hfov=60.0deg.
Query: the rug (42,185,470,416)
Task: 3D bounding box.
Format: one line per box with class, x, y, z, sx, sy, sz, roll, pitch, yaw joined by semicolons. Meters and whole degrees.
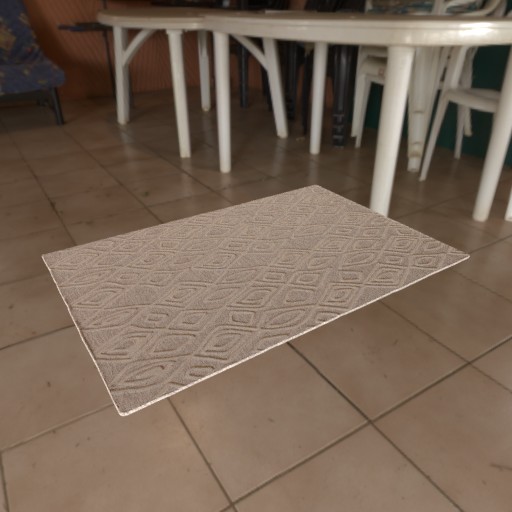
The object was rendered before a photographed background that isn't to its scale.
rug;0.000;0.000;2.270;1.832;0.016;1.224;-18;35;-29
